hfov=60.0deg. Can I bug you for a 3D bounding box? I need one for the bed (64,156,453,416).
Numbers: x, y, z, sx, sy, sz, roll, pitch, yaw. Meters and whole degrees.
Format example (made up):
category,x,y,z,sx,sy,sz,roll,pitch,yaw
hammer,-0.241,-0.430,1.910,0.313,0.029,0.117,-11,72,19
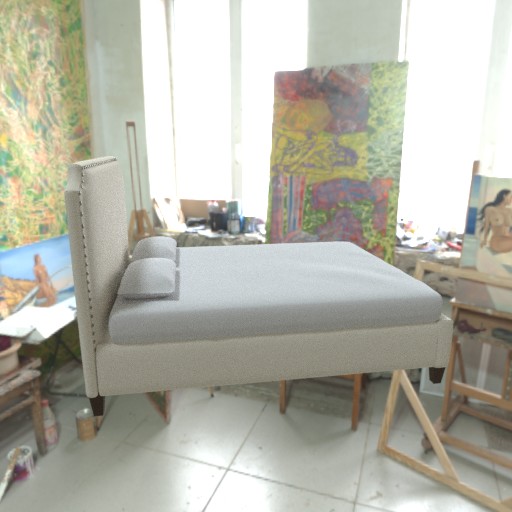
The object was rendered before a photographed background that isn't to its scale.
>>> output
category,x,y,z,sx,sy,sz,roll,pitch,yaw
bed,0.000,0.000,3.451,2.372,1.497,1.712,-2,14,-9
